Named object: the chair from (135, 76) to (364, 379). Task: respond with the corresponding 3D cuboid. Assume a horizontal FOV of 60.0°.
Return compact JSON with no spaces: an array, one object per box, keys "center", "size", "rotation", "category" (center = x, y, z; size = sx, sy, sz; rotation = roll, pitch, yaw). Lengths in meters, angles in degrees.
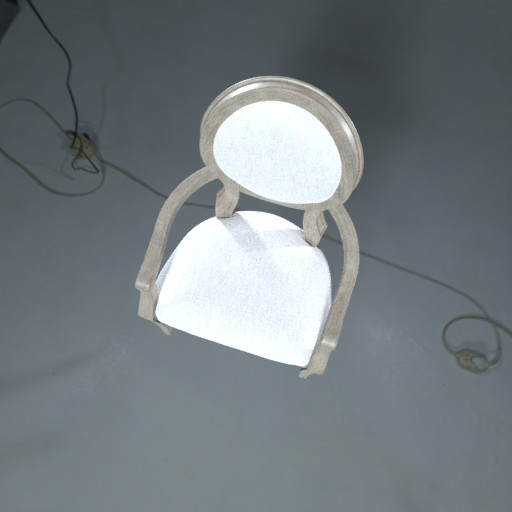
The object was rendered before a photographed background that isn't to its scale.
[{"center":[0.000,0.000,1.406],"size":[0.611,0.991,0.602],"rotation":[17,75,5],"category":"chair"}]
